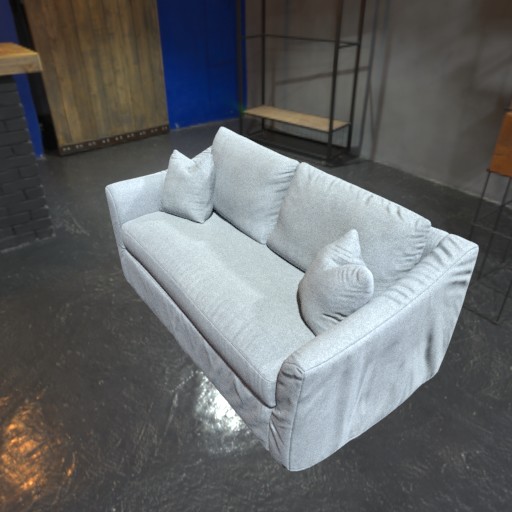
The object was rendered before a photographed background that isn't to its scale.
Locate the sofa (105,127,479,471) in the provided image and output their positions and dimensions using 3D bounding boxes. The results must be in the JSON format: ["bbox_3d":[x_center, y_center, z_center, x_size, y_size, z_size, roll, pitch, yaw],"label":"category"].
[{"bbox_3d":[0.000,0.000,2.587,1.072,1.018,2.010,-21,38,-30],"label":"sofa"}]
